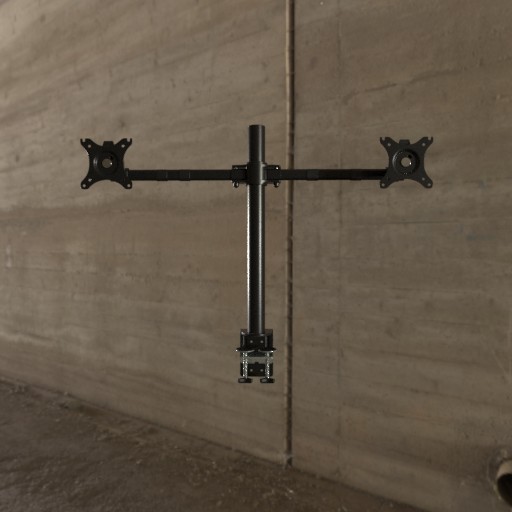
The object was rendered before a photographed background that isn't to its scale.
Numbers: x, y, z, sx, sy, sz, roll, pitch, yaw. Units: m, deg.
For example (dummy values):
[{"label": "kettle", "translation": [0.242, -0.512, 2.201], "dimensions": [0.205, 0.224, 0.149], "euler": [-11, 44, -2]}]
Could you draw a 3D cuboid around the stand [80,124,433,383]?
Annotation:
[{"label": "stand", "translation": [0.000, 0.000, 1.012], "dimensions": [0.743, 0.603, 0.150], "euler": [0, 1, 1]}]
